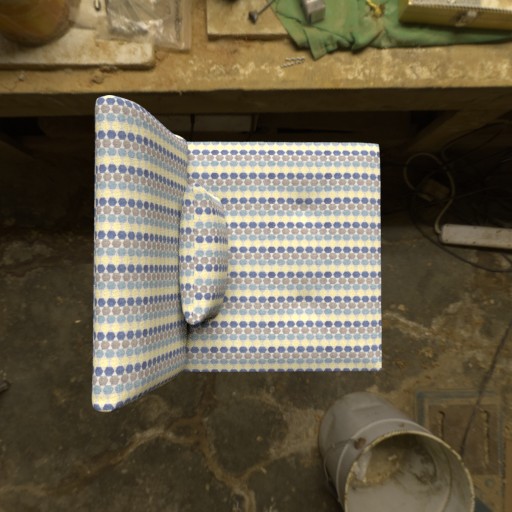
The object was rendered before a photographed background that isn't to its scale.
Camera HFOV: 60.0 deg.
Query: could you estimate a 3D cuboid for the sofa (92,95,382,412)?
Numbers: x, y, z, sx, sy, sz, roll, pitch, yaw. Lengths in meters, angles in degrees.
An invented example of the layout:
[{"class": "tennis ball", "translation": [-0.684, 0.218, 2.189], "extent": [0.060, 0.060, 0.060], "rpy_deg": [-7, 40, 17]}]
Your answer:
[{"class": "sofa", "translation": [0.000, 0.000, 1.652], "extent": [1.000, 0.830, 0.930], "rpy_deg": [0, 88, -1]}]
